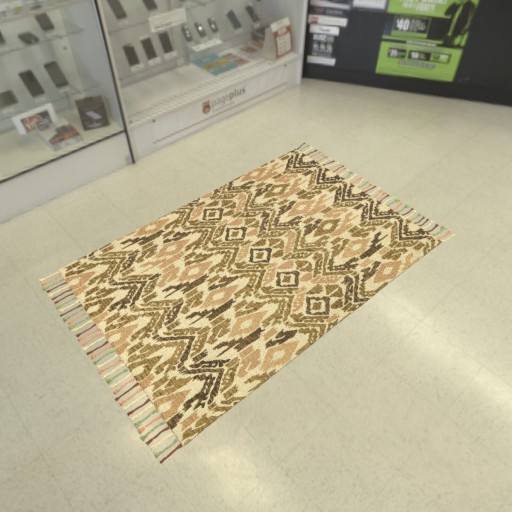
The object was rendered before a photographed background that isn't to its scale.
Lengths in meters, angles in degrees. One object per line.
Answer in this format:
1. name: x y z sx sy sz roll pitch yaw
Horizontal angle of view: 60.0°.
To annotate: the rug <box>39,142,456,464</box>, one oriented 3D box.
1. rug: 0.000 0.000 2.999 2.438 0.008 1.524 -32 55 -26
